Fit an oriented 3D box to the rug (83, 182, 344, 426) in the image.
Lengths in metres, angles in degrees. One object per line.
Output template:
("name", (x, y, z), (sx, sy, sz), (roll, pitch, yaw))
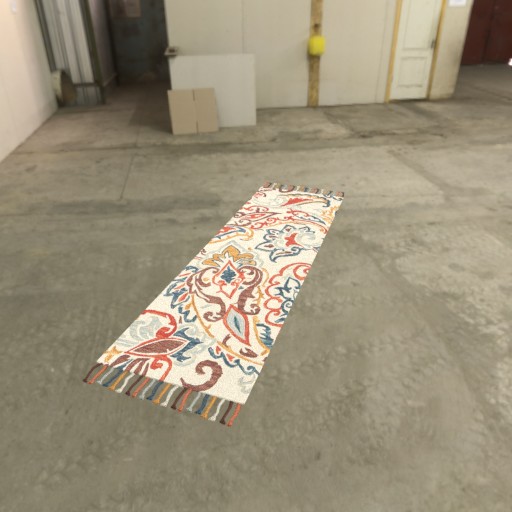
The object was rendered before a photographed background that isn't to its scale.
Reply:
("rug", (0.000, 0.000, 3.011), (0.763, 0.015, 2.682), (10, 32, 17))
